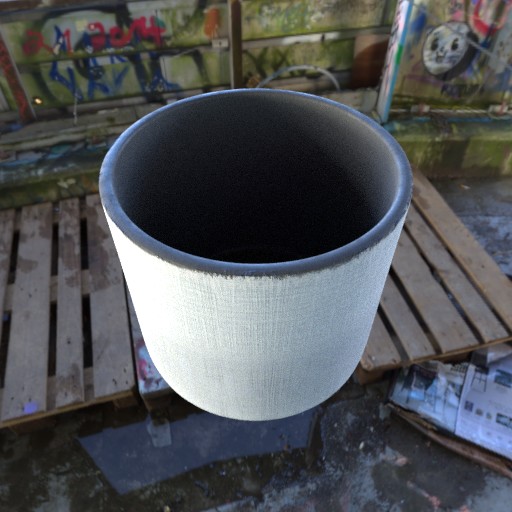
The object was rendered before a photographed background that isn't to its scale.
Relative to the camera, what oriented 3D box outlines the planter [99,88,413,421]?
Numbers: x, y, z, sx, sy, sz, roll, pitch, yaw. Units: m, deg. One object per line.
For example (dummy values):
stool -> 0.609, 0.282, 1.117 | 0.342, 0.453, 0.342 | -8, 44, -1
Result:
planter -> 0.000, 0.000, 0.385 | 0.221, 0.201, 0.221 | 0, 47, 0
